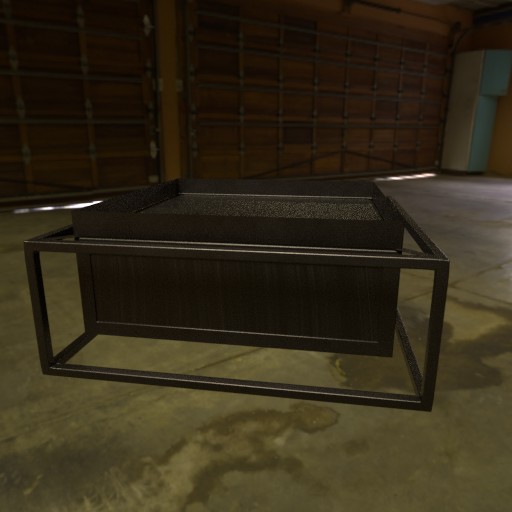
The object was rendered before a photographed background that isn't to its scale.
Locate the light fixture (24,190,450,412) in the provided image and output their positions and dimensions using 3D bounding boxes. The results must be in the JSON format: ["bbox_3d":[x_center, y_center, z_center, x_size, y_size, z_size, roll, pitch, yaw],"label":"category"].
[{"bbox_3d":[0.000,0.000,0.674,0.441,0.191,0.441,3,16,9],"label":"light fixture"}]
